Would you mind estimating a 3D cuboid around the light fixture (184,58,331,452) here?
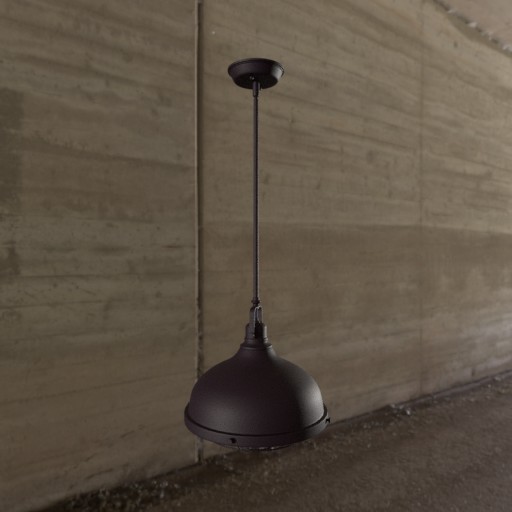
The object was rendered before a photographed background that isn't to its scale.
[{"bbox_3d":[0.000,0.000,1.015,0.341,0.849,0.341,0,0,18],"label":"light fixture"}]
